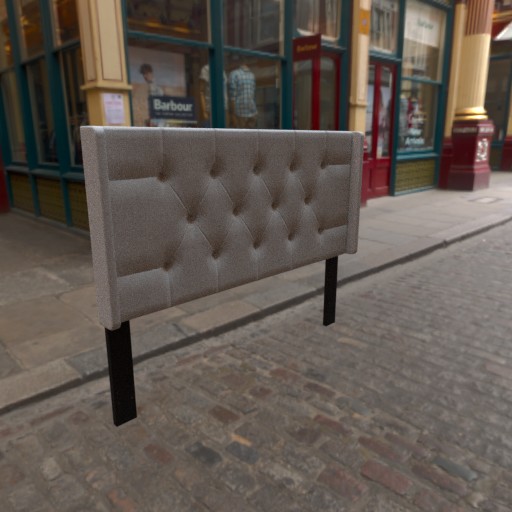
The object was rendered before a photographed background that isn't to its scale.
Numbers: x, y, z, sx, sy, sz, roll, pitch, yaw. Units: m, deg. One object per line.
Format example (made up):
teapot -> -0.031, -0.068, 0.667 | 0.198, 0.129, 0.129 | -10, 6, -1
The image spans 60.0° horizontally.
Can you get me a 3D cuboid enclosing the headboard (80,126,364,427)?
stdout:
headboard -> 0.000, 0.000, 2.775 | 2.051, 1.524, 0.184 | -14, 20, -43
